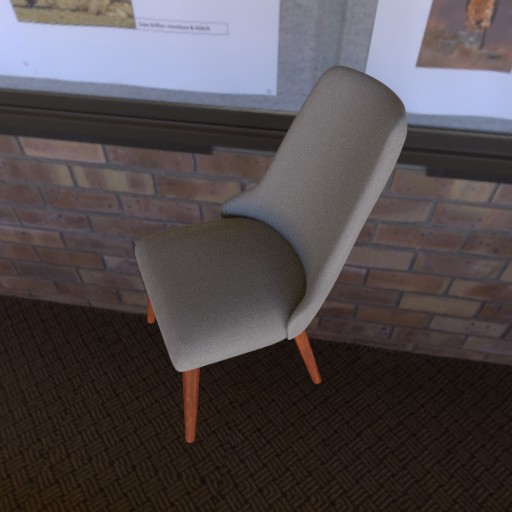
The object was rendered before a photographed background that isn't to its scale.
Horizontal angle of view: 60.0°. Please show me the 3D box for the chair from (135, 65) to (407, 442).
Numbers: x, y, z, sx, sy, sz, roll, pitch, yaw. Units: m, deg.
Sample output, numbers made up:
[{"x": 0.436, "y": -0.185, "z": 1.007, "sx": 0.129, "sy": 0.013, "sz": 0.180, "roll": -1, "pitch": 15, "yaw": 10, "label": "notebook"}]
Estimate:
[{"x": 0.000, "y": 0.000, "z": 1.319, "sx": 0.707, "sy": 0.918, "sz": 0.535, "roll": -17, "pitch": 49, "yaw": -15, "label": "chair"}]
